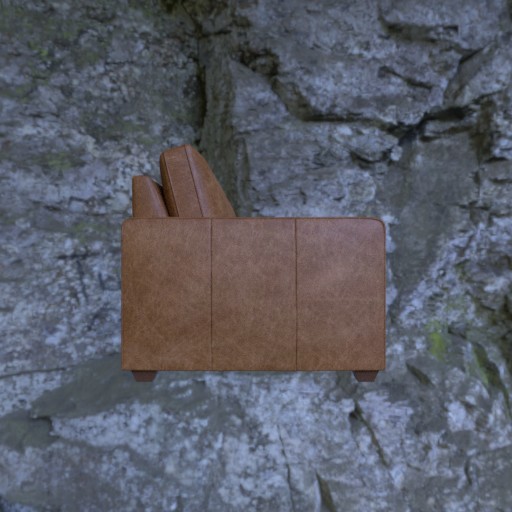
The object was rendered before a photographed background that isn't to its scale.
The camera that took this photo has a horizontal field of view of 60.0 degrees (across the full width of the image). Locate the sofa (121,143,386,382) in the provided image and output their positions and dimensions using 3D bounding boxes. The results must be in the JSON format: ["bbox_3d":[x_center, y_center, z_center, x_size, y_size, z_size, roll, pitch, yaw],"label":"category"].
[{"bbox_3d":[0.000,0.000,2.663,0.991,0.928,2.156,0,0,0],"label":"sofa"}]
